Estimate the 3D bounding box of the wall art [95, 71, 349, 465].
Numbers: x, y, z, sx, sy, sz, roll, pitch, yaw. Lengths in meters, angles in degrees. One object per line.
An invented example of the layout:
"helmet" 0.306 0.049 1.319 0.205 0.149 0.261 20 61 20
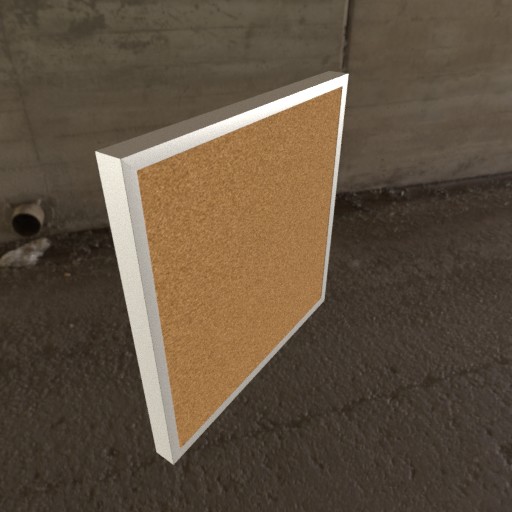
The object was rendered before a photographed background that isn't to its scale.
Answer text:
"wall art" 0.000 0.000 0.747 0.038 0.505 0.506 21 38 29
